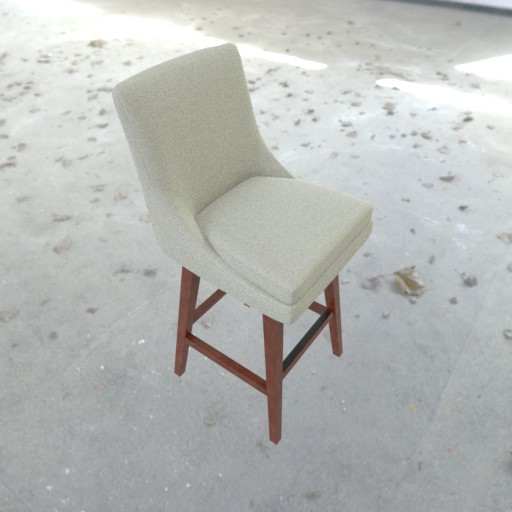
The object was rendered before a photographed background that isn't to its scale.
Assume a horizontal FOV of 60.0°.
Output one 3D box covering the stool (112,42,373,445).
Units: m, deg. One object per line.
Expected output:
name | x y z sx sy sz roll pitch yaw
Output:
stool | 0.000 0.000 1.390 0.559 1.092 0.470 26 47 26
